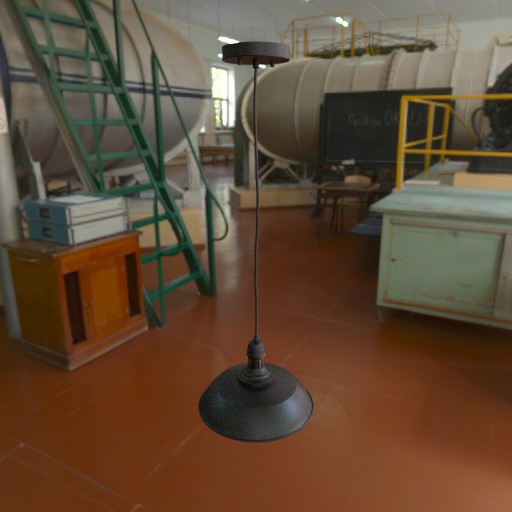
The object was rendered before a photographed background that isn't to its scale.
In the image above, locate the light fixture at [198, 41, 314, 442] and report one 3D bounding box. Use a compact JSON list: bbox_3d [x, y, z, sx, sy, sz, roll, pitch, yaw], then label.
[{"bbox_3d":[0.000,0.000,1.154,0.331,0.993,0.331,-8,18,-25],"label":"light fixture"}]
